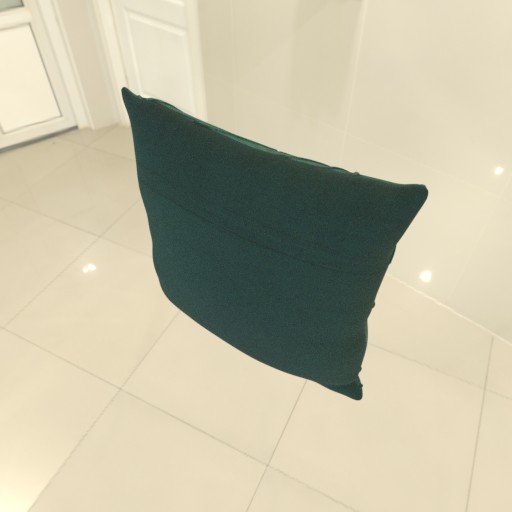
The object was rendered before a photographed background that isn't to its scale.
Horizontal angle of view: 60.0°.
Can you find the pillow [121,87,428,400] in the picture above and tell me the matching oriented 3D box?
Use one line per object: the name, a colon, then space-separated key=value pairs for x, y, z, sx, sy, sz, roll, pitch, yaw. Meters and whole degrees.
pillow: x=0.000 y=0.000 z=0.680 sx=0.439 sy=0.440 sz=0.184 roll=26 pitch=52 yaw=22
